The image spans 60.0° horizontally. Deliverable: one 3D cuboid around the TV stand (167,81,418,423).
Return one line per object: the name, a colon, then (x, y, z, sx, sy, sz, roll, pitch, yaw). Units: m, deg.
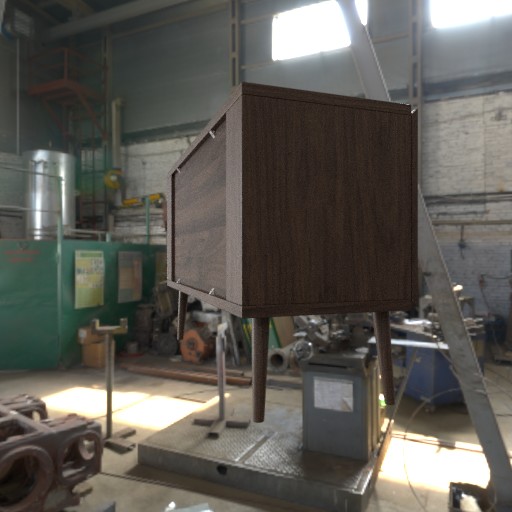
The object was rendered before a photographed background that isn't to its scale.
TV stand: (0.000, 0.000, 1.371, 0.405, 0.660, 0.990, 0, 0, -19)
